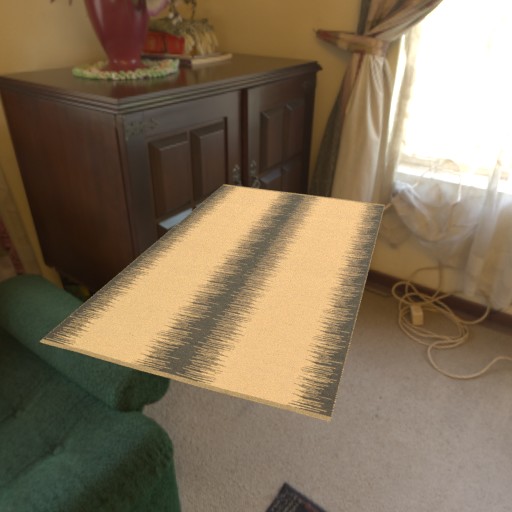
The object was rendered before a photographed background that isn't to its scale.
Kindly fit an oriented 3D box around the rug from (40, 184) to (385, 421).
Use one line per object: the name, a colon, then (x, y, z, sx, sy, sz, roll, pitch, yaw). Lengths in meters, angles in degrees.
rug: (0.000, 0.000, 3.075, 1.519, 0.003, 2.453, 10, 31, 17)
